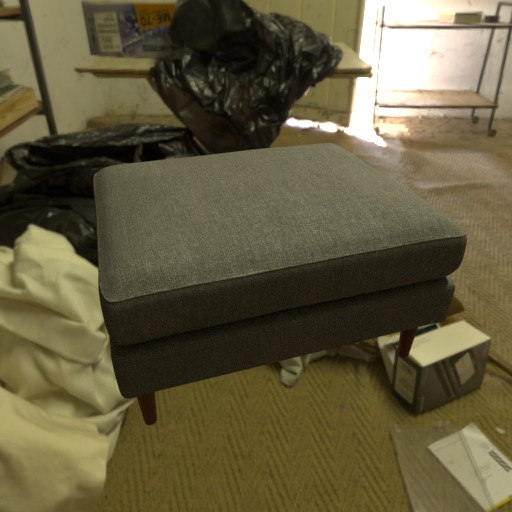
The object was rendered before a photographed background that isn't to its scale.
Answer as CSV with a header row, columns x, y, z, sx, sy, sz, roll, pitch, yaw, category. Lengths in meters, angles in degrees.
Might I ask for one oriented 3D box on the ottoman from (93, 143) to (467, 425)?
x,y,z,sx,sy,sz,roll,pitch,yaw,category
0.000,0.000,1.263,0.821,0.474,0.693,-10,33,-16,ottoman
